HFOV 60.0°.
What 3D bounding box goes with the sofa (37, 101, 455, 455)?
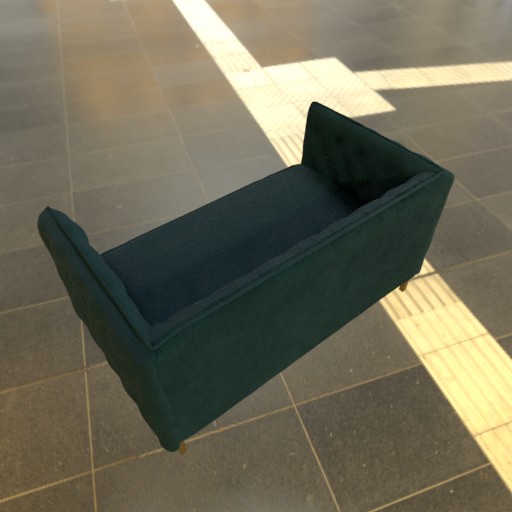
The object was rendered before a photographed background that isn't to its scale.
[{"bbox_3d":[0.000,0.000,2.100,1.583,0.810,0.909,-29,52,-26],"label":"sofa"}]
